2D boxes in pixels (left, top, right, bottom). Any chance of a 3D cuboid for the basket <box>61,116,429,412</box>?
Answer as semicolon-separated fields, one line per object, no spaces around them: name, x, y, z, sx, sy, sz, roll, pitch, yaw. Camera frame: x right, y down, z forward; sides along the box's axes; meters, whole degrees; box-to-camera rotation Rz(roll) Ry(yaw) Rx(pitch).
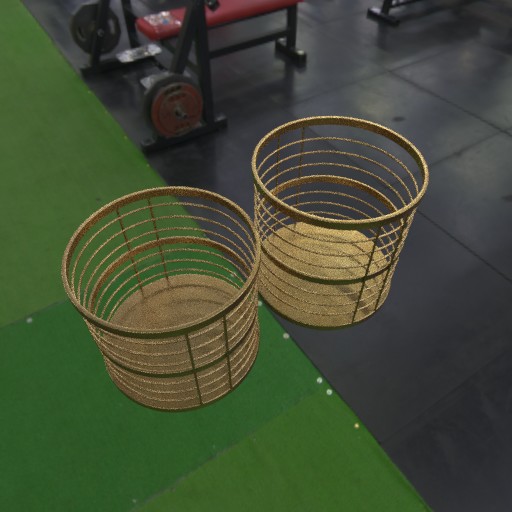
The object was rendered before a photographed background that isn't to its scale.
basket;0.000;0.000;0.966;0.746;0.351;0.356;-24;52;-20
